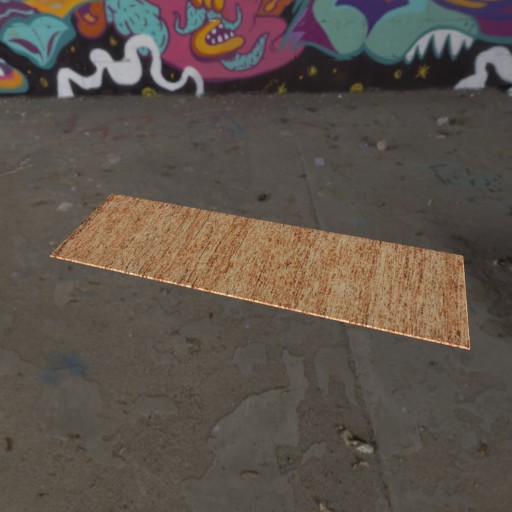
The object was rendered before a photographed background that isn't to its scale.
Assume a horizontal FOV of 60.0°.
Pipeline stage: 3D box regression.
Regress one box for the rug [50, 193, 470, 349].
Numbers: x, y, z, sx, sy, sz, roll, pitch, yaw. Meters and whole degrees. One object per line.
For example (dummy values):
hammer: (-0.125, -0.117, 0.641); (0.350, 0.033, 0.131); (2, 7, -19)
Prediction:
rug: (0.000, 0.000, 2.506); (2.237, 0.014, 0.680); (11, 42, 13)
